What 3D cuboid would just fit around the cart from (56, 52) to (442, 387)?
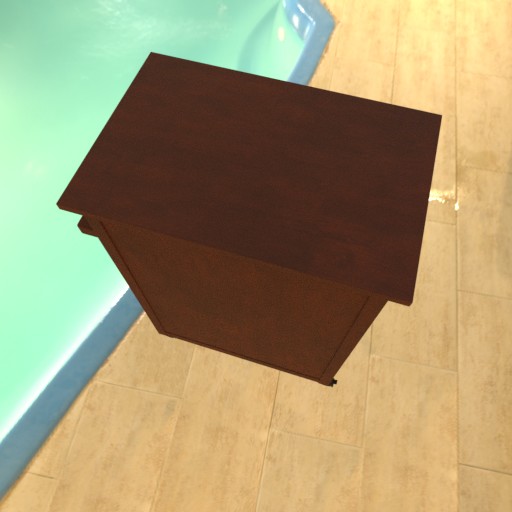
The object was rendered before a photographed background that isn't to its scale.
[{"bbox_3d":[0.000,0.000,1.264,0.683,0.864,0.442,15,64,8],"label":"cart"}]
